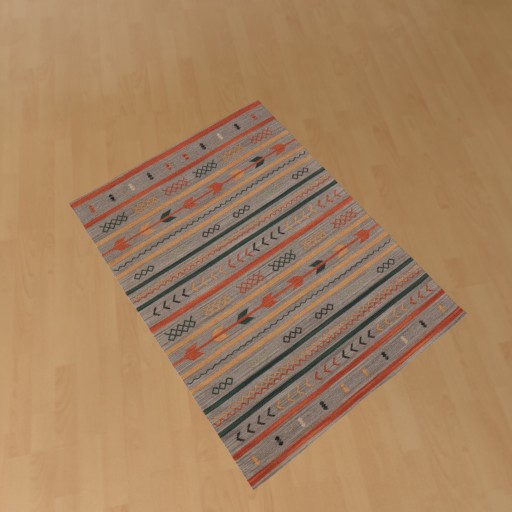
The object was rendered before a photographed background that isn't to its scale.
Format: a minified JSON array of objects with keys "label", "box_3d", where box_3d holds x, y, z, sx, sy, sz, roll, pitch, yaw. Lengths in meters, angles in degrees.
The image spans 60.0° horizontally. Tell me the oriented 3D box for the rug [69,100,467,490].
[{"label":"rug","box_3d":[0.000,0.000,4.018,2.263,0.022,3.029,-34,69,-15]}]
